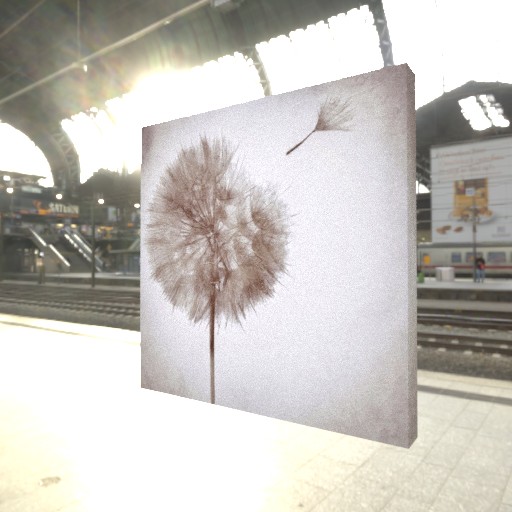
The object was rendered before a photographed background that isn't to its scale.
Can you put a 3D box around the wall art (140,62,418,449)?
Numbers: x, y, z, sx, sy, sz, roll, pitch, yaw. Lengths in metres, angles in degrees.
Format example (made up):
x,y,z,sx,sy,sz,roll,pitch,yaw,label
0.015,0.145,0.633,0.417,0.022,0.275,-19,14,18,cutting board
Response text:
x,y,z,sx,sy,sz,roll,pitch,yaw,label
0.000,0.000,0.442,0.303,0.303,0.028,-1,-1,33,wall art
